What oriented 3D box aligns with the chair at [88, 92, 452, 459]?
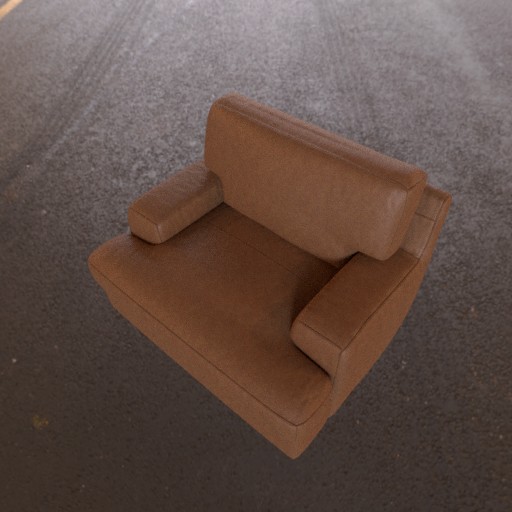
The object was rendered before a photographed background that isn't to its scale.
[{"bbox_3d":[0.000,0.000,1.986,1.276,0.978,1.050,32,54,27],"label":"chair"}]
